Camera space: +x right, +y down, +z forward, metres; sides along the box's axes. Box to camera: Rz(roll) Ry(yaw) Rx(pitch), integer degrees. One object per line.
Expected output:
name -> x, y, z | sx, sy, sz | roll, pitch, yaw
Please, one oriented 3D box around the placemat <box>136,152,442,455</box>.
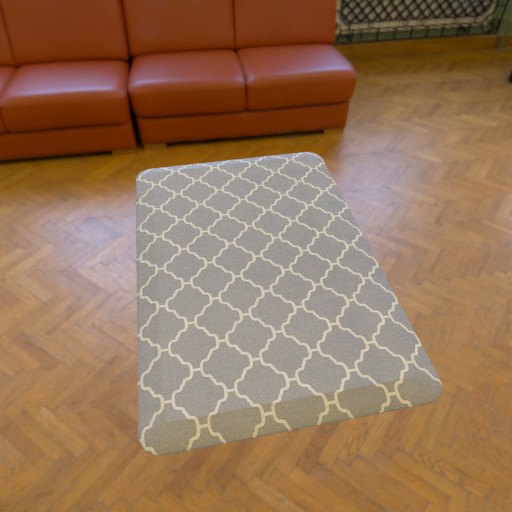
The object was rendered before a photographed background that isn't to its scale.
placemat -> 0.000, 0.000, 0.956 | 0.508, 0.021, 0.762 | -8, 46, -8
